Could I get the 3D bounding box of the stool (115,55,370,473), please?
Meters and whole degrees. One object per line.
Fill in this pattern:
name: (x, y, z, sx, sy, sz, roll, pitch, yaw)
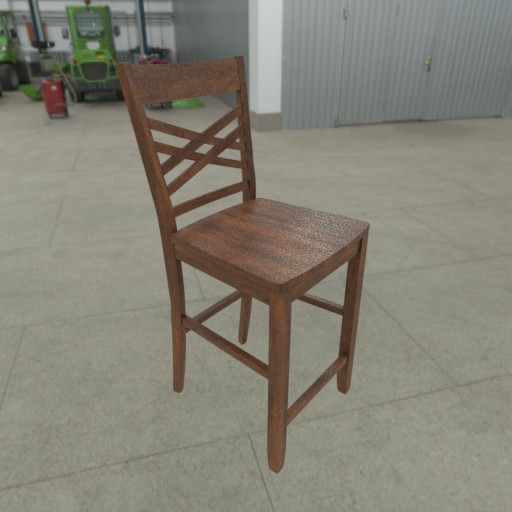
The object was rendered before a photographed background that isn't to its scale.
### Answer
stool: (0.000, 0.000, 1.341, 0.539, 1.079, 0.462, 20, 33, 34)
